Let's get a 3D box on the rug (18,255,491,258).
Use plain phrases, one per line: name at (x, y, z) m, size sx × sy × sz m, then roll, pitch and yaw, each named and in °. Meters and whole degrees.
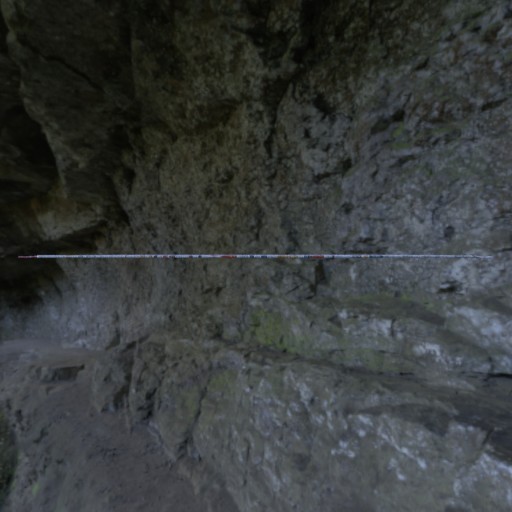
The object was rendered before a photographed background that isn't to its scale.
rug at (0.000, 0.000, 2.454) m, size 1.997 × 0.010 × 1.218 m, roll 0°, pitch 0°, yaw 1°
